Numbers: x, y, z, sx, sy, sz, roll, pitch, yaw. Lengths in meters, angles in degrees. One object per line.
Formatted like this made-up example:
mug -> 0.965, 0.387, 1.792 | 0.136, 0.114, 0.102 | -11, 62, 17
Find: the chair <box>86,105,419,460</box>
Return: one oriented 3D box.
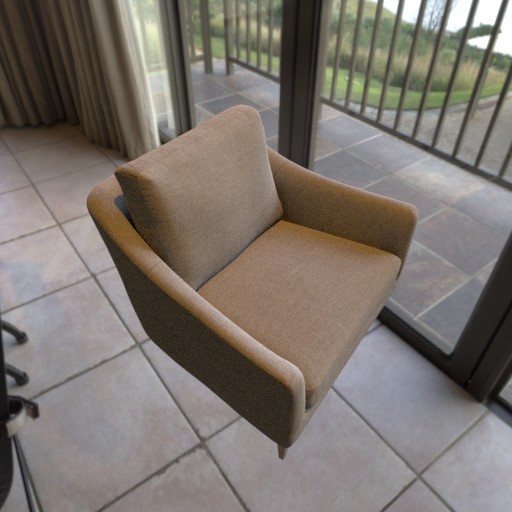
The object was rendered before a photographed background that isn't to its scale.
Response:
chair -> 0.000, 0.000, 1.757 | 0.961, 0.902, 0.986 | 25, 47, 25
